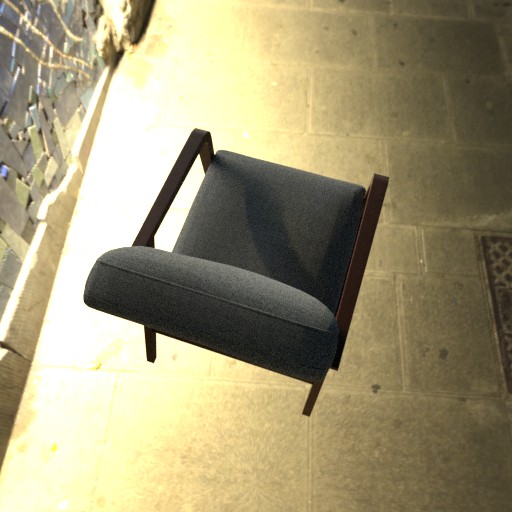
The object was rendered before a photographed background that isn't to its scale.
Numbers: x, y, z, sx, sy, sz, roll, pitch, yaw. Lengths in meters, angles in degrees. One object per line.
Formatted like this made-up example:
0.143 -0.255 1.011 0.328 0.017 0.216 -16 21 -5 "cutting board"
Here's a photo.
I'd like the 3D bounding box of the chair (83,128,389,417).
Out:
0.000 0.000 1.489 0.704 0.847 0.858 16 64 8 "chair"
